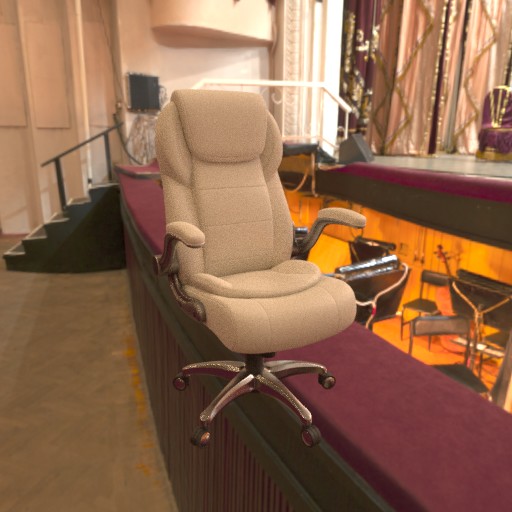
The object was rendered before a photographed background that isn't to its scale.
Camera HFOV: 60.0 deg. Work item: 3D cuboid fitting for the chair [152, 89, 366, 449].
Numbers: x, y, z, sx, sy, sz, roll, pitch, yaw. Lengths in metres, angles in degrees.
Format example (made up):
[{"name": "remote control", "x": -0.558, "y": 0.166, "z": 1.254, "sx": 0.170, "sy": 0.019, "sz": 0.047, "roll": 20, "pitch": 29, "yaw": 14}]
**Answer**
[{"name": "chair", "x": 0.000, "y": 0.000, "z": 1.816, "sx": 0.755, "sy": 1.330, "sz": 0.806, "roll": -8, "pitch": 17, "yaw": -27}]
